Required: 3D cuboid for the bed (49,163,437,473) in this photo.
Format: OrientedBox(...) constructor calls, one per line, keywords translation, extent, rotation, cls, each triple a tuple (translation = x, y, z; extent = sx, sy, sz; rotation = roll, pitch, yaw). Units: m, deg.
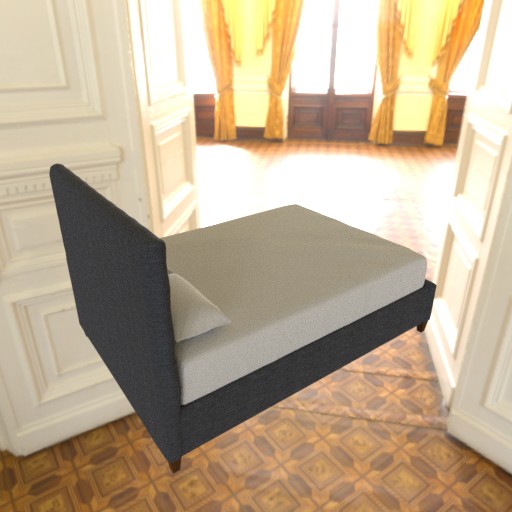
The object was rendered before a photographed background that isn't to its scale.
OrientedBox(translation=(0.000, 0.000, 3.398), extent=(2.387, 1.427, 1.698), rotation=(-18, 31, -32), cls="bed")
